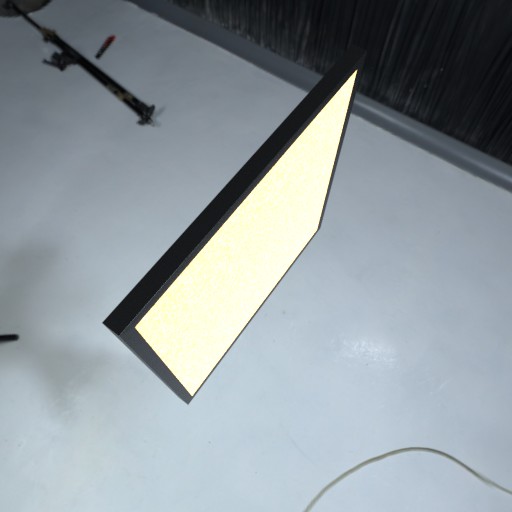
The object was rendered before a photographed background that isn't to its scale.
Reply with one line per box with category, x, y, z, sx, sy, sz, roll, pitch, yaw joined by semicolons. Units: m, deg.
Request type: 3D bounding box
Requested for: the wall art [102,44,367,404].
wall art;0.000;0.000;1.144;0.036;0.755;0.756;33;68;15
